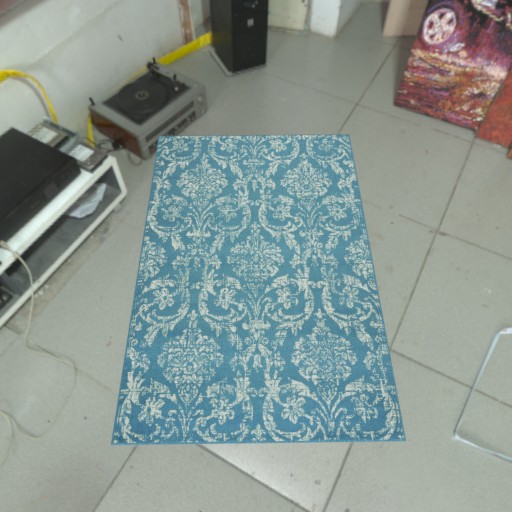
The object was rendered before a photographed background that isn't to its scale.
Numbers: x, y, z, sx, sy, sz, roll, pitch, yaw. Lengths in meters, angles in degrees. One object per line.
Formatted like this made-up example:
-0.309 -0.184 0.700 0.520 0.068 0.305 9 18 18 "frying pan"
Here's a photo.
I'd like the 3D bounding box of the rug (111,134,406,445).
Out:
0.000 0.000 3.474 1.816 0.018 2.746 -1 57 0 "rug"
